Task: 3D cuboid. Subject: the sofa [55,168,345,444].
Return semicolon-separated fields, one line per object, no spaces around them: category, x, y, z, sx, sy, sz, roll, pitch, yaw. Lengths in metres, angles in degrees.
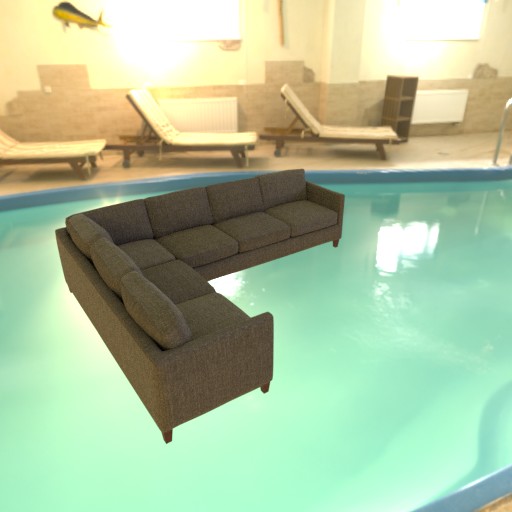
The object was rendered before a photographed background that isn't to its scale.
sofa;0.000;0.000;4.552;3.302;0.947;2.593;-17;31;-31
